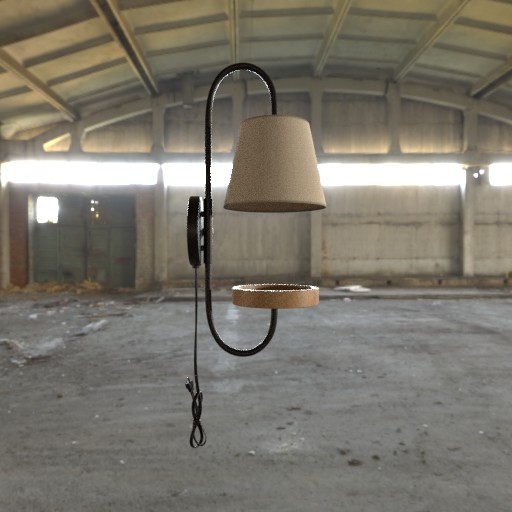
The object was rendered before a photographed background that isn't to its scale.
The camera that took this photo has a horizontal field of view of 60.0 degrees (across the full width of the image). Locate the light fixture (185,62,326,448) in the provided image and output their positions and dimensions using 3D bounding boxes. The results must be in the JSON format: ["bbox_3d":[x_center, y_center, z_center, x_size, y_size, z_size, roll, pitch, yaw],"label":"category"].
[{"bbox_3d":[0.000,0.000,0.946,0.299,0.821,0.220,0,0,-2],"label":"light fixture"}]
